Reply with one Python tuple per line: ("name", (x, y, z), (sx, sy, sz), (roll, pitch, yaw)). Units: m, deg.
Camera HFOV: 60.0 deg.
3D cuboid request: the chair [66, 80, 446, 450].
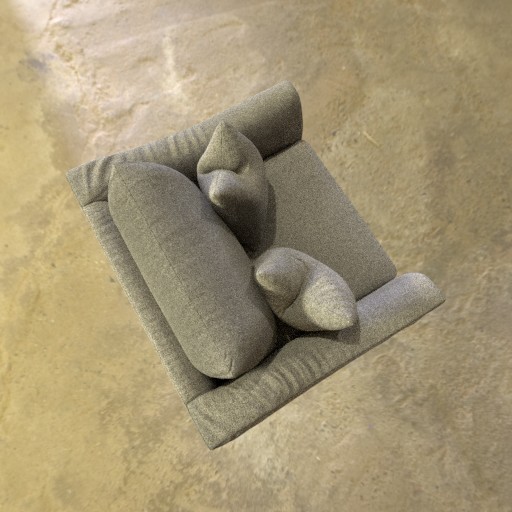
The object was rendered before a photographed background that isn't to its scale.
("chair", (0.000, 0.000, 1.997), (1.071, 1.059, 1.194), (-30, 76, -8))
